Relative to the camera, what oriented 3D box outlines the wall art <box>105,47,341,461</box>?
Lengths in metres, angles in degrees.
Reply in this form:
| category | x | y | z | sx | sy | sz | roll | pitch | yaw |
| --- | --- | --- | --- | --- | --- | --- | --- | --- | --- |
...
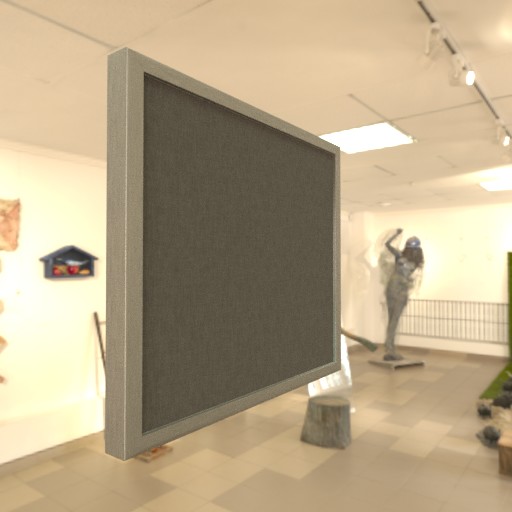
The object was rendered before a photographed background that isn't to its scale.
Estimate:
| category | x | y | z | sx | sy | sz | roll | pitch | yaw |
| --- | --- | --- | --- | --- | --- | --- | --- | --- | --- |
| wall art | 0.000 | 0.000 | 0.512 | 0.028 | 0.330 | 0.380 | -1 | -1 | 37 |
